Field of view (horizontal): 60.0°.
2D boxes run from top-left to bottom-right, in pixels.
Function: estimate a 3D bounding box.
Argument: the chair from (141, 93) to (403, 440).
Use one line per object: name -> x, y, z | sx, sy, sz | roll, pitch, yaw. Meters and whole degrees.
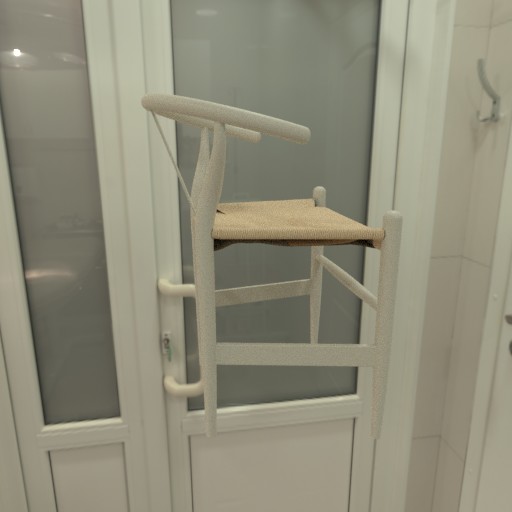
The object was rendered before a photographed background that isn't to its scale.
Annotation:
chair -> 0.000, 0.000, 1.085 | 0.500, 0.736, 0.533 | -2, 15, -9
